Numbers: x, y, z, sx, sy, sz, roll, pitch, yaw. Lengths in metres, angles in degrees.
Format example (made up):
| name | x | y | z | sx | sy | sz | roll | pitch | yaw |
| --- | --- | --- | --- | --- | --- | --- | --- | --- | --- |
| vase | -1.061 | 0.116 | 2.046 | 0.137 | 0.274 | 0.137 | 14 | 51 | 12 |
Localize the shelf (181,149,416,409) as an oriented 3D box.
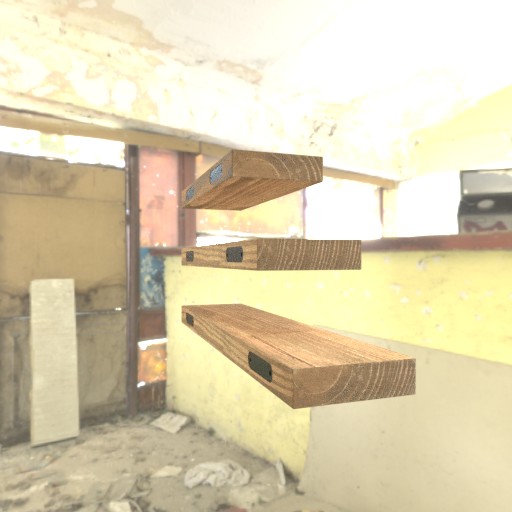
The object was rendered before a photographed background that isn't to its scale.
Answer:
| name | x | y | z | sx | sy | sz | roll | pitch | yaw |
| --- | --- | --- | --- | --- | --- | --- | --- | --- | --- |
| shelf | 0.000 | 0.000 | 0.726 | 0.140 | 0.293 | 0.610 | 0 | -1 | -19 |
